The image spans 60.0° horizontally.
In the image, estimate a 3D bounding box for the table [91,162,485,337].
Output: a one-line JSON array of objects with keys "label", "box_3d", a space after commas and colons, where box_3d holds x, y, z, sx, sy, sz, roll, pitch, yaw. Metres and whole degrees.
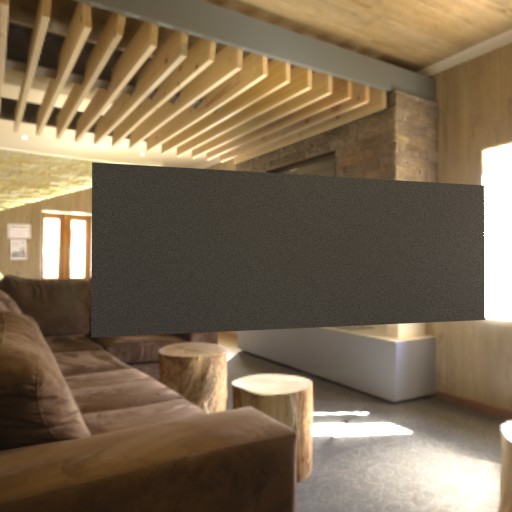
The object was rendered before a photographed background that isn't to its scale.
[{"label": "table", "box_3d": [0.000, 0.000, 1.234, 0.801, 0.299, 0.801, 0, -1, -16]}]
